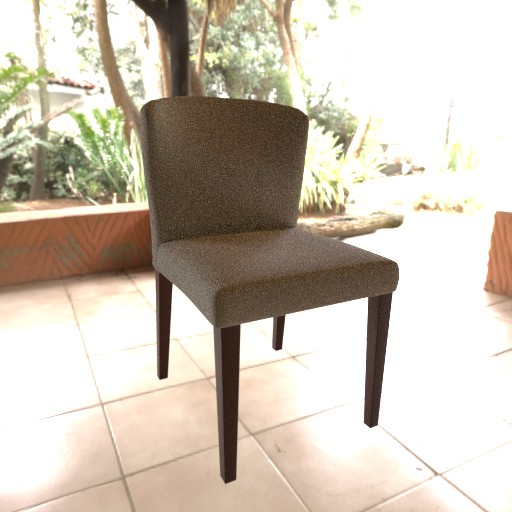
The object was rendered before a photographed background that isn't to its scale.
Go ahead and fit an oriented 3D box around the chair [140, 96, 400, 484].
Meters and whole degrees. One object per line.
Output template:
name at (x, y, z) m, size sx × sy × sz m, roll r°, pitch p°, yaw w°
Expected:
chair at (0.000, 0.000, 1.173) m, size 0.491 × 0.839 × 0.589 m, roll -8°, pitch 16°, yaw -27°
